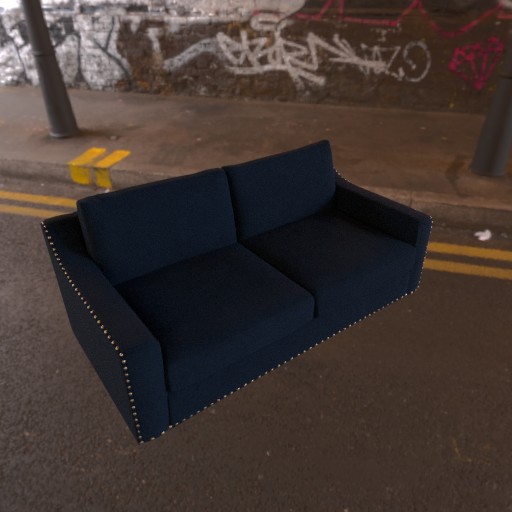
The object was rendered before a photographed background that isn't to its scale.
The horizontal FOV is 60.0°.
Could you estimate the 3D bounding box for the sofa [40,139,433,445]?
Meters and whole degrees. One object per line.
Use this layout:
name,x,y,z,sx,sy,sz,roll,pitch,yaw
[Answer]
sofa,0.000,0.000,2.729,2.107,0.983,1.104,-21,37,-31
